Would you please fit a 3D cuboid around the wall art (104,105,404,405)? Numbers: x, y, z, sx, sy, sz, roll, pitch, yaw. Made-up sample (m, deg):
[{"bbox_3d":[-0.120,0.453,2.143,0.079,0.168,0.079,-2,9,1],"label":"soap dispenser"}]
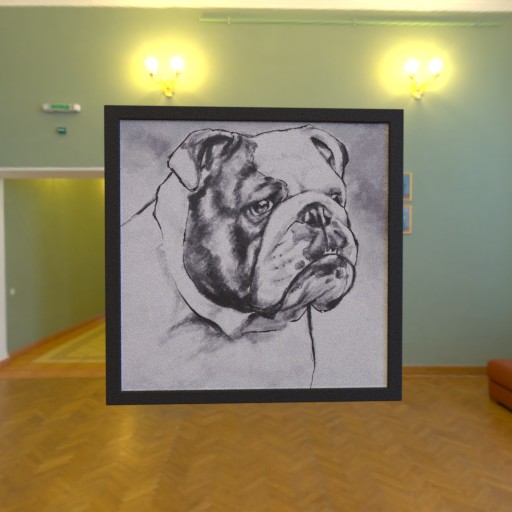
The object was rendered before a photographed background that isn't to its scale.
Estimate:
[{"bbox_3d":[0.000,0.000,0.841,0.562,0.558,0.012,0,1,-3],"label":"wall art"}]
